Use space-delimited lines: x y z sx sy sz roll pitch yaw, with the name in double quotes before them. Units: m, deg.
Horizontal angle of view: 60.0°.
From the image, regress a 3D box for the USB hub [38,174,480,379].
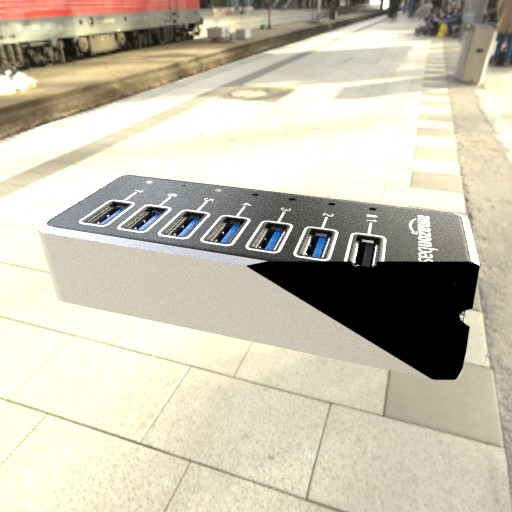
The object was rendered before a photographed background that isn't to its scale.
"USB hub" 0.000 0.000 0.125 0.110 0.023 0.044 9 32 15
